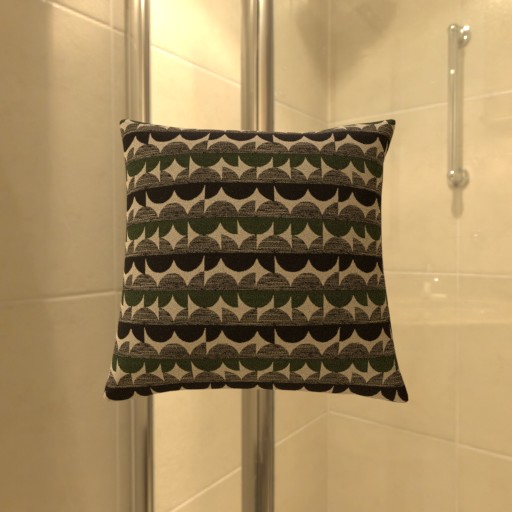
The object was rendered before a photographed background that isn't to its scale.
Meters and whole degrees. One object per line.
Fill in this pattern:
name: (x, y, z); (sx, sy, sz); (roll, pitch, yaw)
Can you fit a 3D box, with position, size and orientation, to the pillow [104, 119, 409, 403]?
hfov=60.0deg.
pillow: (0.000, 0.000, 0.637); (0.419, 0.404, 0.180); (0, 1, 0)
